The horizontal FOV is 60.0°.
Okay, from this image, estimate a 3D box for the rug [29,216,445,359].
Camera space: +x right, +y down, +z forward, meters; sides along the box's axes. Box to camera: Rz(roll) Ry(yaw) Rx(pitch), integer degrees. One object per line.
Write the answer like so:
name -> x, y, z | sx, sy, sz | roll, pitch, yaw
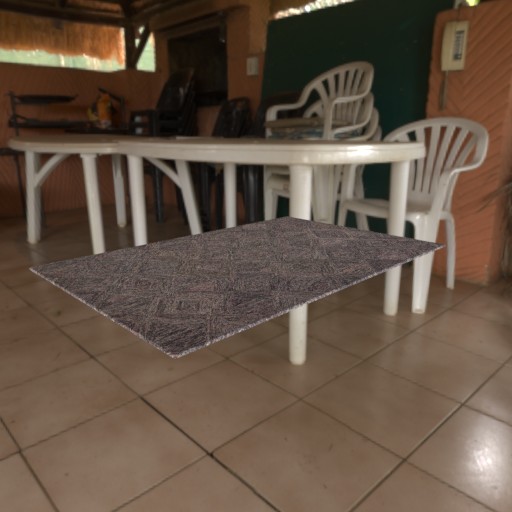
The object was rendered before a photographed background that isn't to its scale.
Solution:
rug -> 0.000, 0.000, 2.888 | 2.298, 0.017, 1.501 | -15, 22, -42
